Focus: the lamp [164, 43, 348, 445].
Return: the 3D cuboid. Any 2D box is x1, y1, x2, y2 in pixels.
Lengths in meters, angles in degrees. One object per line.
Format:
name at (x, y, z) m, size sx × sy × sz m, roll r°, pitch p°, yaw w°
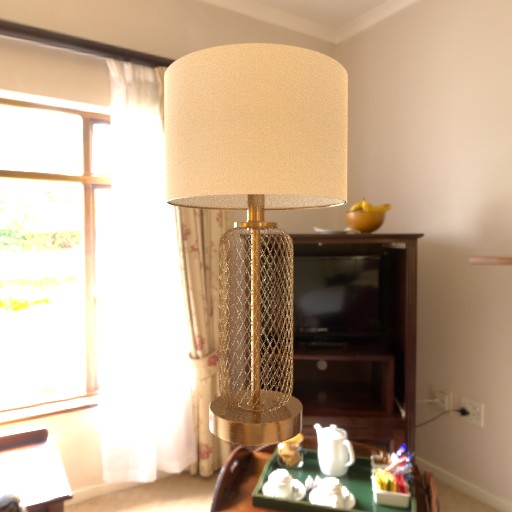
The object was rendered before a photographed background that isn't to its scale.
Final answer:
lamp at (0.000, 0.000, 0.628) m, size 0.252 × 0.483 × 0.252 m, roll 1°, pitch 2°, yaw 19°
